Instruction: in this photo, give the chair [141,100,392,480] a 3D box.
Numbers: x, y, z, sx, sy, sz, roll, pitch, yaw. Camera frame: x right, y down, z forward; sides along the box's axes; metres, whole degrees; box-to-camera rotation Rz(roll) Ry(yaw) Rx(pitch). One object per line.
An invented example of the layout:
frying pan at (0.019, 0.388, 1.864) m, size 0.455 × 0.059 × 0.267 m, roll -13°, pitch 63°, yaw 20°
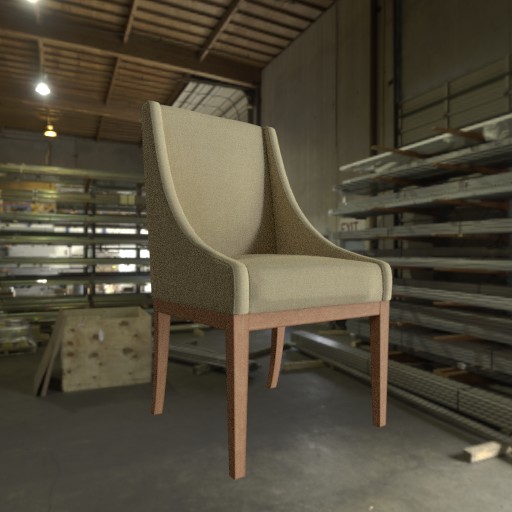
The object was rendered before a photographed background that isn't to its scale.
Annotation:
chair at (0.000, 0.000, 1.404) m, size 0.575 × 1.021 × 0.611 m, roll 0°, pitch 0°, yaw -37°
